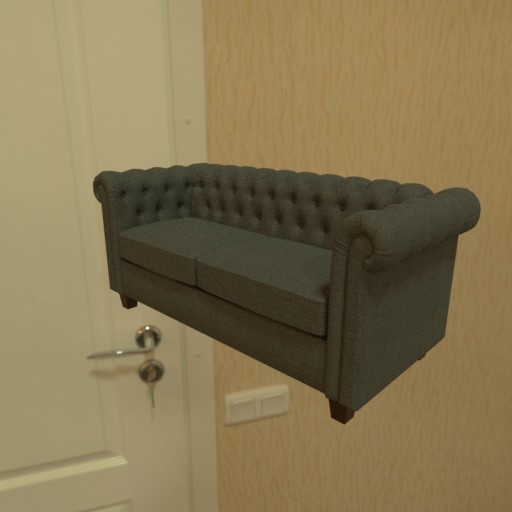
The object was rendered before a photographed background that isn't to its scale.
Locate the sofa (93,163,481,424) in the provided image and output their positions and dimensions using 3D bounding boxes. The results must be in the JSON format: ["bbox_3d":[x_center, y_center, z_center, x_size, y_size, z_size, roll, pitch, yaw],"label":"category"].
[{"bbox_3d":[0.000,0.000,2.212,1.798,0.797,0.783,16,23,42],"label":"sofa"}]
